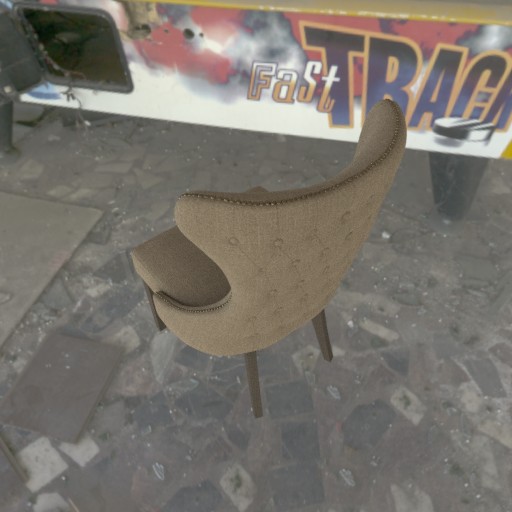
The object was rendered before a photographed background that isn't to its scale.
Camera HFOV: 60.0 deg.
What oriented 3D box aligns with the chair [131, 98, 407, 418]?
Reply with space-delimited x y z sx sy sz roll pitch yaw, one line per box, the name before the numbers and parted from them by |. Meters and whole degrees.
chair | 0.000 0.000 1.347 0.628 0.967 0.635 -31 54 -26
